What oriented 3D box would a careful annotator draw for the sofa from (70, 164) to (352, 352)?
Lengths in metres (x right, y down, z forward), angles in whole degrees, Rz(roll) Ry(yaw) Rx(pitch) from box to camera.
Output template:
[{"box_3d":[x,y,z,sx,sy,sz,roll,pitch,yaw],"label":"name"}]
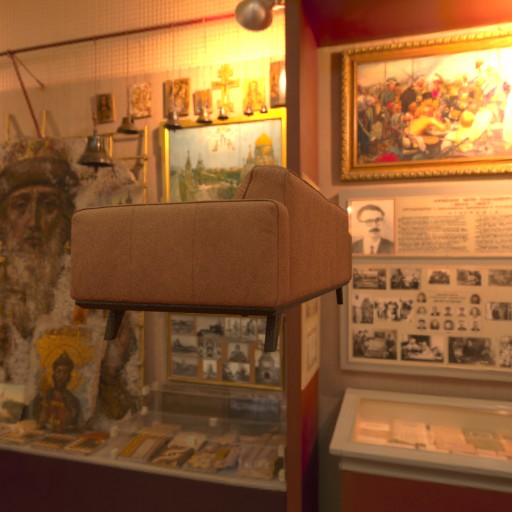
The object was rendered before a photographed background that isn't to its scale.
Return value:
[{"box_3d":[0.000,0.000,2.825,0.953,0.780,2.270,0,0,19],"label":"sofa"}]
